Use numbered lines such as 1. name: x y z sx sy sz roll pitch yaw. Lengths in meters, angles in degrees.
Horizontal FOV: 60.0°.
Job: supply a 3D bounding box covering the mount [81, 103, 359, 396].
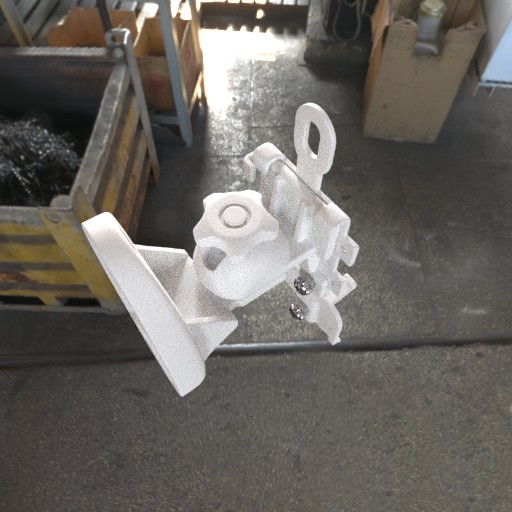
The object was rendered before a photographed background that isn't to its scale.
1. mount: 0.000 0.000 0.170 0.100 0.118 0.066 -31 63 -18
